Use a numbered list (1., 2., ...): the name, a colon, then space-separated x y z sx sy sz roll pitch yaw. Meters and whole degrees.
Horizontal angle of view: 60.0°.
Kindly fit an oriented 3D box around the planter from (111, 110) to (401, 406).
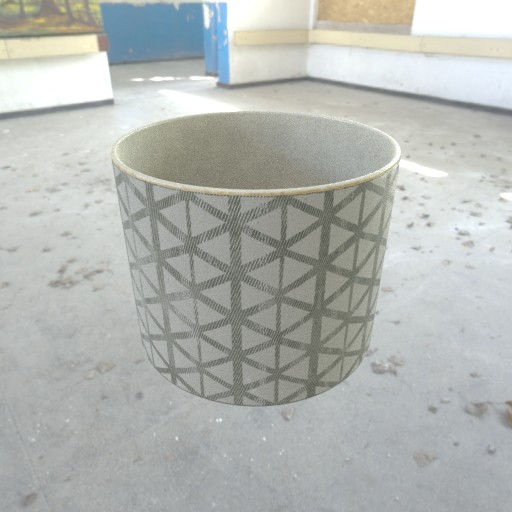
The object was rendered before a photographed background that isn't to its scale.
1. planter: 0.000 0.000 0.455 0.250 0.239 0.250 0 30 0
